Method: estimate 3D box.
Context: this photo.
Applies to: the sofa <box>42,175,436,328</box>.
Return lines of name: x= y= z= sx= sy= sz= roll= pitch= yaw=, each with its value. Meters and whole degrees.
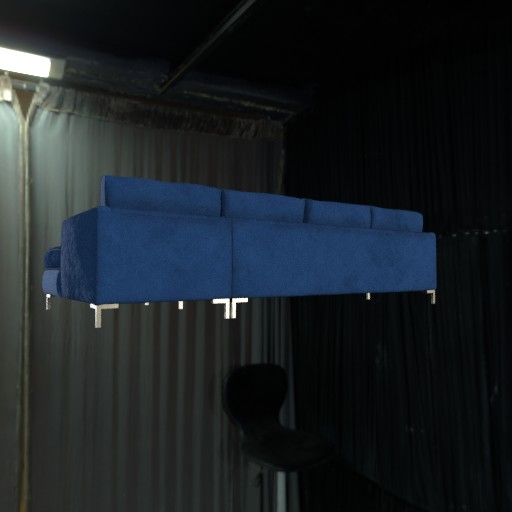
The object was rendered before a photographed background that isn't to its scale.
sofa: x=0.000 y=0.000 z=3.560 sx=2.932 sy=0.810 sz=1.350 roll=1 pitch=-2 yaw=-35
